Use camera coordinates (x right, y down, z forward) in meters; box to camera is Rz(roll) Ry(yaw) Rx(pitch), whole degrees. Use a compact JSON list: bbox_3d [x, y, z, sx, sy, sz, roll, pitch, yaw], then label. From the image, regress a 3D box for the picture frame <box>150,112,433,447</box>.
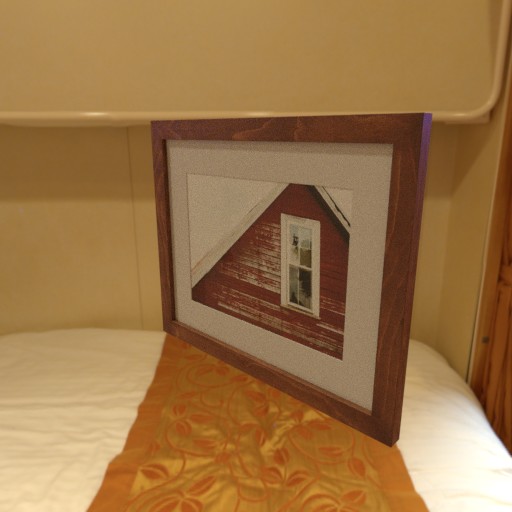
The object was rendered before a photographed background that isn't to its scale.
[{"bbox_3d":[0.000,0.000,0.768,0.559,0.457,0.025,14,21,42],"label":"picture frame"}]
